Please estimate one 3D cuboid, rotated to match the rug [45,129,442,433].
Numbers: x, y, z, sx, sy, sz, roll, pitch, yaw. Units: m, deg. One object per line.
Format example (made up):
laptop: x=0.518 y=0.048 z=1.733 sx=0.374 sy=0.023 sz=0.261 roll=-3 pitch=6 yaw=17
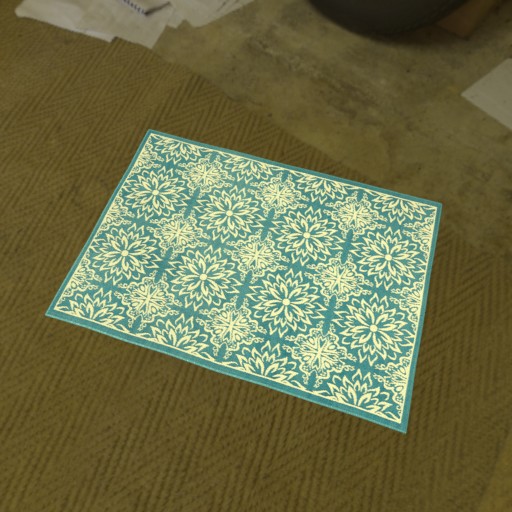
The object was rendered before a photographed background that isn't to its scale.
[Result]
rug: x=0.000 y=0.000 z=2.879 sx=2.205 sy=0.012 sz=1.554 roll=16 pitch=65 yaw=8
